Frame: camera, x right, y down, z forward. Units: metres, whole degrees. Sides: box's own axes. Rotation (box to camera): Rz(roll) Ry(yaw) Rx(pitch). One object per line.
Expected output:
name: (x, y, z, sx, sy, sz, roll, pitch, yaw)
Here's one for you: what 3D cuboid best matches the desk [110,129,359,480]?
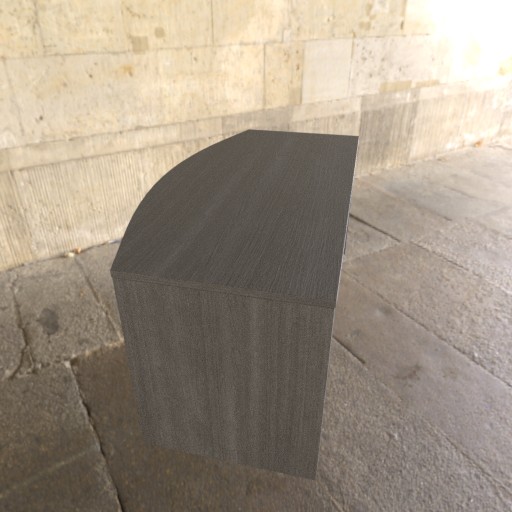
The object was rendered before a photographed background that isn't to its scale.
desk: (0.000, 0.000, 2.066, 0.802, 0.750, 1.600, 7, 31, 12)
